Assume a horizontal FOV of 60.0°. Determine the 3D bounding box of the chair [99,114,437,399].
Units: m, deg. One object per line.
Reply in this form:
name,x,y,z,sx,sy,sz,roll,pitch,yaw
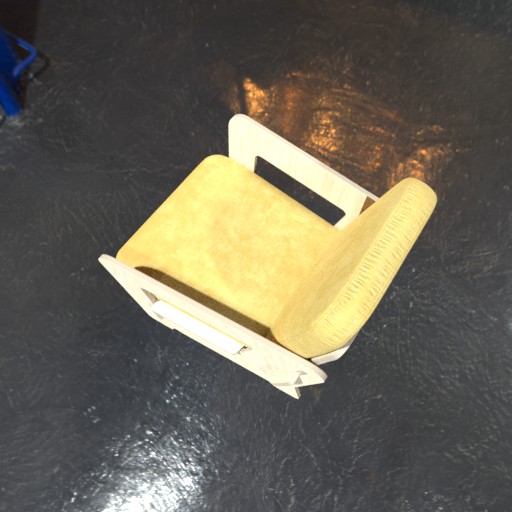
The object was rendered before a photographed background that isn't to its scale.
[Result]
chair,0.000,0.000,1.296,0.710,0.800,0.590,31,67,15
